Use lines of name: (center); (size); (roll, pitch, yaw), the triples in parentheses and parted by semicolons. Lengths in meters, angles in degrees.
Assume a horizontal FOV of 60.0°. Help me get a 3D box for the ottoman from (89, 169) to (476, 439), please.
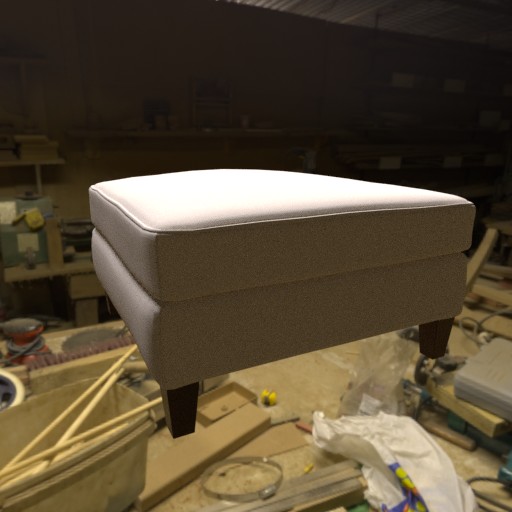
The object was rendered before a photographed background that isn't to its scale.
ottoman: (0.000, 0.000, 1.315); (0.838, 0.479, 0.838); (-8, 17, -26)
